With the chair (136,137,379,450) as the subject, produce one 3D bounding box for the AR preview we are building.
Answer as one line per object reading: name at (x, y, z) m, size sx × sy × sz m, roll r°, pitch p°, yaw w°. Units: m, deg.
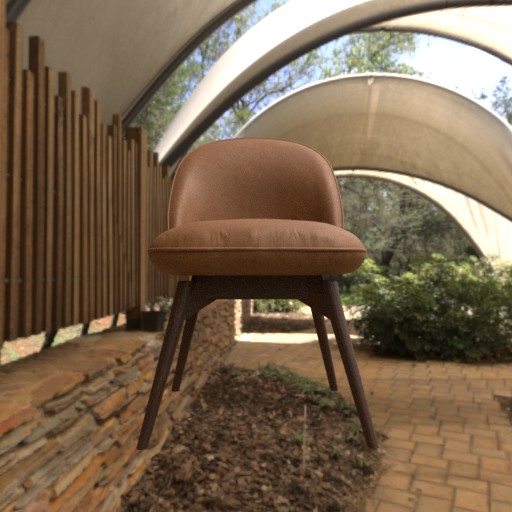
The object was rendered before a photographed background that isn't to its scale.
chair at (0.000, 0.000, 1.214) m, size 0.521 × 0.831 × 0.631 m, roll 0°, pitch -1°, yaw -1°
